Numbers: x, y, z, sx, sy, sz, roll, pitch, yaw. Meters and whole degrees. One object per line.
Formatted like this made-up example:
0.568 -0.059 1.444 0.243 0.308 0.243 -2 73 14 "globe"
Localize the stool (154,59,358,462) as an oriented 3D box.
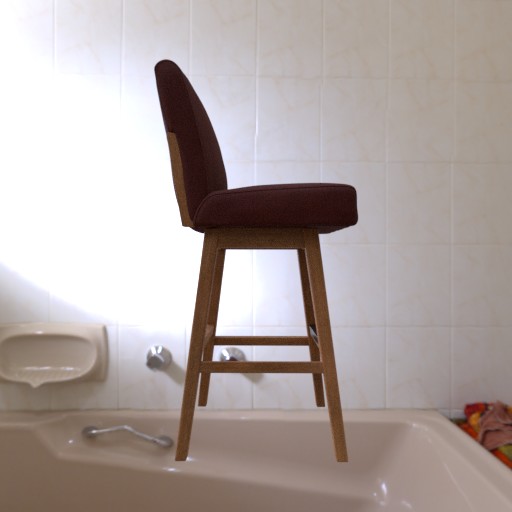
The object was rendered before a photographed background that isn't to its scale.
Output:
0.000 0.000 1.404 0.562 1.093 0.468 0 0 1 "stool"
